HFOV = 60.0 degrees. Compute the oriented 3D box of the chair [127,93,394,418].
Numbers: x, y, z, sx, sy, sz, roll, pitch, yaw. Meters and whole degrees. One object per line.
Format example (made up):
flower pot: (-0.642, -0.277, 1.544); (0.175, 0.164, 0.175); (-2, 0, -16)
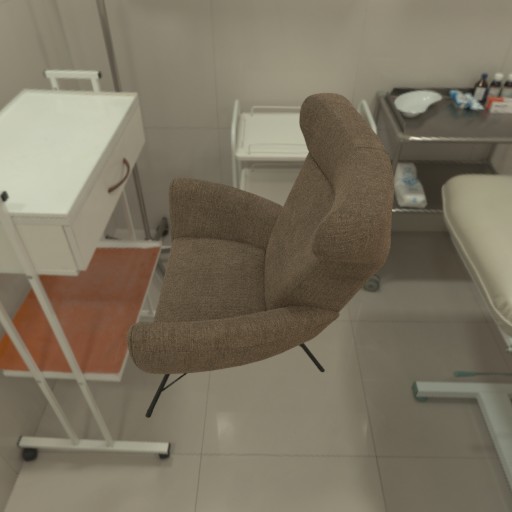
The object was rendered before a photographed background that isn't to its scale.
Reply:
chair: (0.000, 0.000, 1.775); (0.900, 1.040, 0.980); (0, 42, 1)
